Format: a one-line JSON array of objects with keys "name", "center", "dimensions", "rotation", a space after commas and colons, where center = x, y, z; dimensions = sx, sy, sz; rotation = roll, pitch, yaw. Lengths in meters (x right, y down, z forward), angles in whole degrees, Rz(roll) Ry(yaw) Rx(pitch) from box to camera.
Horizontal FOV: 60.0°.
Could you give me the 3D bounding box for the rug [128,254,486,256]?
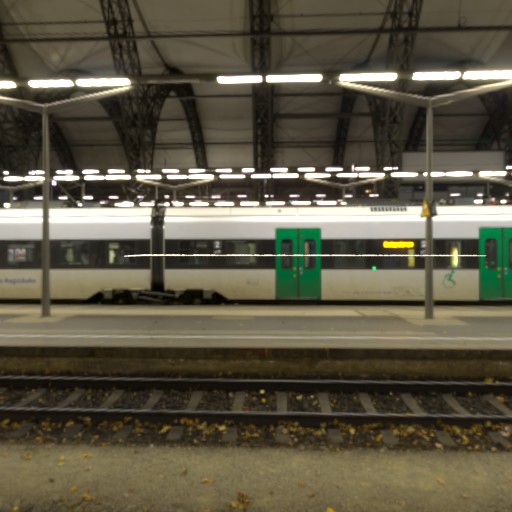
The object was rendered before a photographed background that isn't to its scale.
[{"name": "rug", "center": [0.000, 0.000, 2.171], "dimensions": [1.190, 0.003, 1.634], "rotation": [0, 0, -18]}]
